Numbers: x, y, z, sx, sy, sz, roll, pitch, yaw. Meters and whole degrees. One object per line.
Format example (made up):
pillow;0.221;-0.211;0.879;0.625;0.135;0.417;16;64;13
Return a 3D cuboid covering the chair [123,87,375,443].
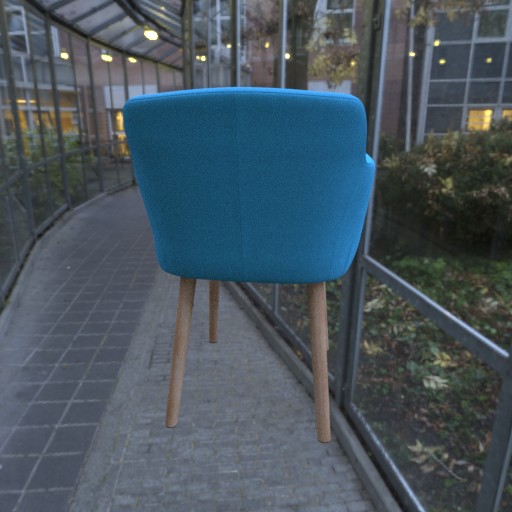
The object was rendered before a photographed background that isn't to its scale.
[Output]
chair;0.000;0.000;1.140;0.570;0.780;0.540;2;17;8
